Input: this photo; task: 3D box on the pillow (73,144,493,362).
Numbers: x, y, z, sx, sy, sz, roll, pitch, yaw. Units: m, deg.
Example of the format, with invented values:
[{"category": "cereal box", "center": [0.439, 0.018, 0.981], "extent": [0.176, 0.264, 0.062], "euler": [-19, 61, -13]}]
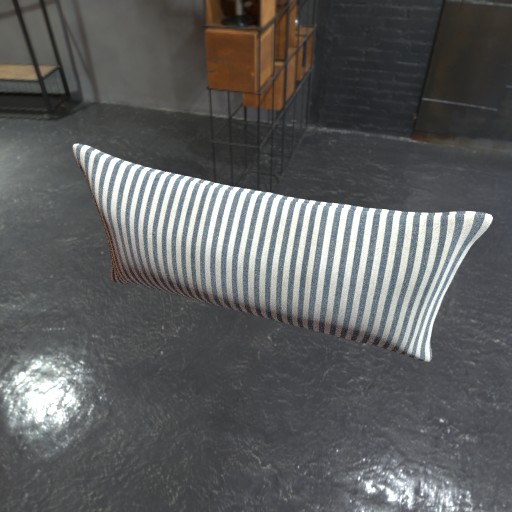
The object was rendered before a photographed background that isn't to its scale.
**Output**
[{"category": "pillow", "center": [0.000, 0.000, 0.715], "extent": [0.617, 0.295, 0.151], "euler": [13, 41, 15]}]
